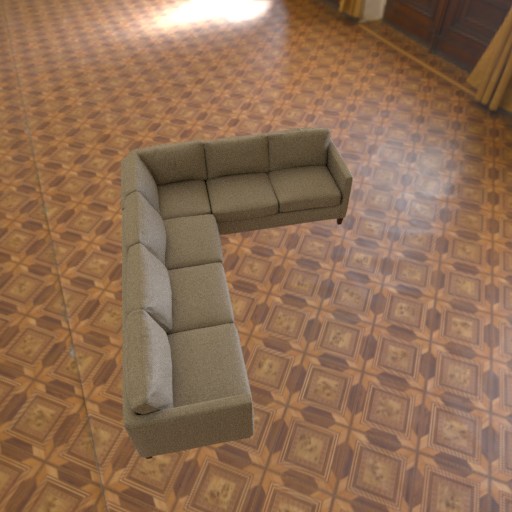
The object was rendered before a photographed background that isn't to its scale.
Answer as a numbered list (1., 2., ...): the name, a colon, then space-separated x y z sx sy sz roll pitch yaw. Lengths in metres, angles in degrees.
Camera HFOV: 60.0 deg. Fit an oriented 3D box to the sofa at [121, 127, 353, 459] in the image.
1. sofa: 0.000 0.000 4.463 2.593 0.947 3.302 -9 47 -8
